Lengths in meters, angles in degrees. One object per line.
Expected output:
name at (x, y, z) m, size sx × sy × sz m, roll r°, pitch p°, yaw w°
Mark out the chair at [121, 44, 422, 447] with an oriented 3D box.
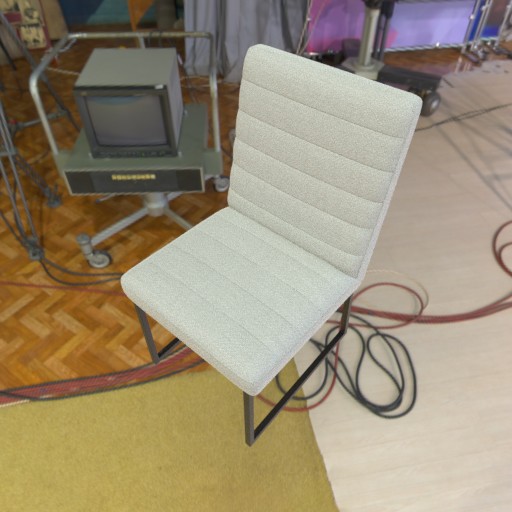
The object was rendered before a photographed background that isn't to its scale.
chair at (0.000, 0.000, 1.301) m, size 0.520 × 0.930 × 0.634 m, roll 32°, pitch 54°, yaw 27°
